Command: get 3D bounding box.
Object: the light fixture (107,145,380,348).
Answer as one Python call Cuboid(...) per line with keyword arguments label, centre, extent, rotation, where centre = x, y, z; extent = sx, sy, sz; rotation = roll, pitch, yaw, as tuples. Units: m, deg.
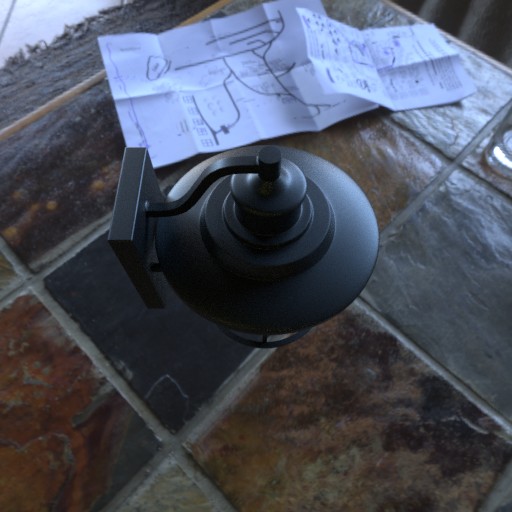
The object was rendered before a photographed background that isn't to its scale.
Cuboid(label="light fixture", centre=(0.000, 0.000, 0.507), extent=(0.252, 0.345, 0.222), rotation=(0, 62, 0))
